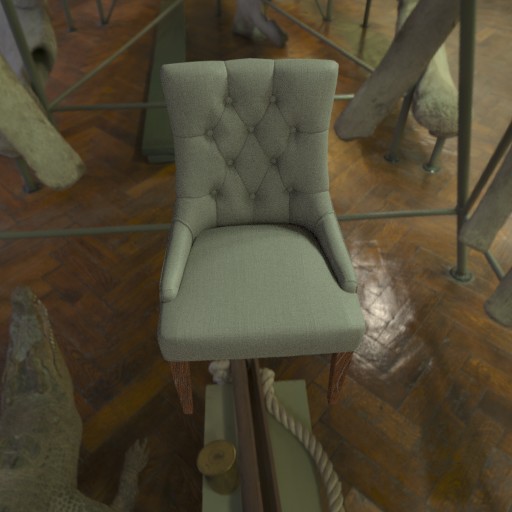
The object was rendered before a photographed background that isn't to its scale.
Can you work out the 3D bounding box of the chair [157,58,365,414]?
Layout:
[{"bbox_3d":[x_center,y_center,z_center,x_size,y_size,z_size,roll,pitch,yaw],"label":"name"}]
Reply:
[{"bbox_3d":[0.000,0.000,1.228,0.509,0.874,0.565,-3,46,-3],"label":"chair"}]
